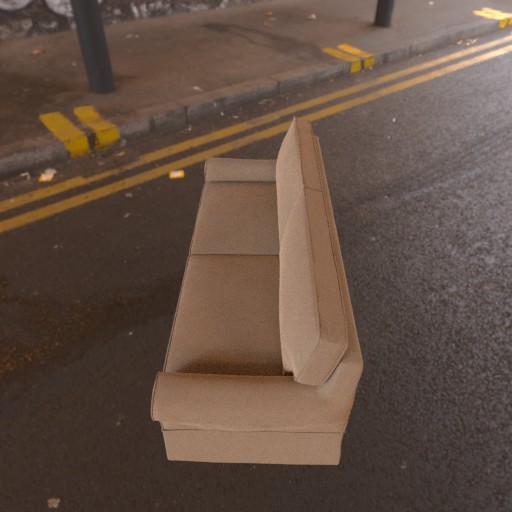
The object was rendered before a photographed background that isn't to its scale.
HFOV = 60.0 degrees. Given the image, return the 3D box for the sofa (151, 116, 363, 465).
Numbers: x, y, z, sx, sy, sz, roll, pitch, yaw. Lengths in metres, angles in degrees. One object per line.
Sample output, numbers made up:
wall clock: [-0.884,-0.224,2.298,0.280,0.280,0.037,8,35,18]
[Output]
sofa: [0.000,0.000,2.743,0.900,1.014,2.246,1,40,1]
